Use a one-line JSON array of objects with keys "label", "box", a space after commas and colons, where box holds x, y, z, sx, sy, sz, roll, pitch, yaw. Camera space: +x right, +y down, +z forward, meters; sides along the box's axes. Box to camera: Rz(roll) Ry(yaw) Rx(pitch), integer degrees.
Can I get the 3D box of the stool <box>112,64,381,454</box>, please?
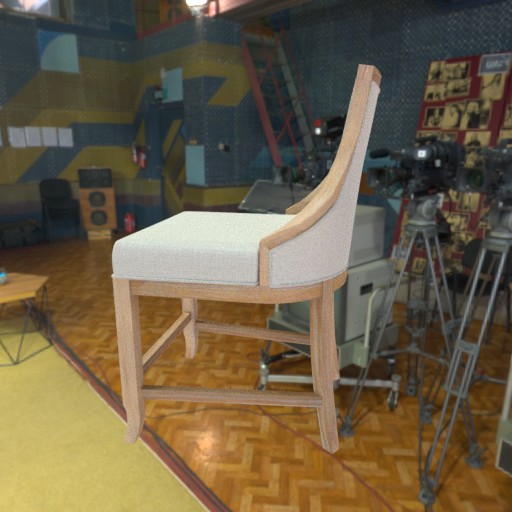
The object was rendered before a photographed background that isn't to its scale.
[{"label": "stool", "box": [0.000, 0.000, 1.267, 0.626, 0.938, 0.524, 3, 15, 10]}]
